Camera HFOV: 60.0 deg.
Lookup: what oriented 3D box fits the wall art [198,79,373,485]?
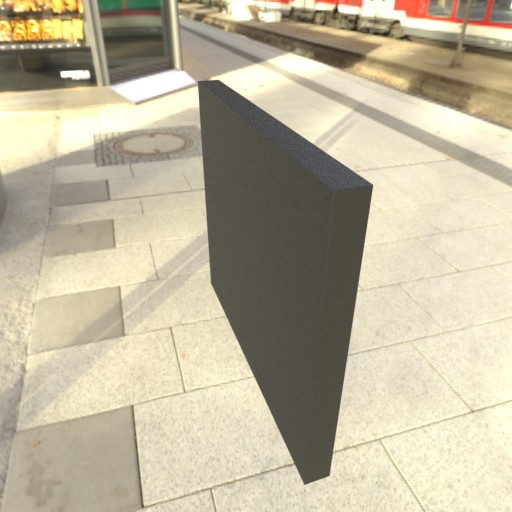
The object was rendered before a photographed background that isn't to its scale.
[{"bbox_3d":[0.000,0.000,0.529,0.029,0.330,0.381,-11,34,-17],"label":"wall art"}]
